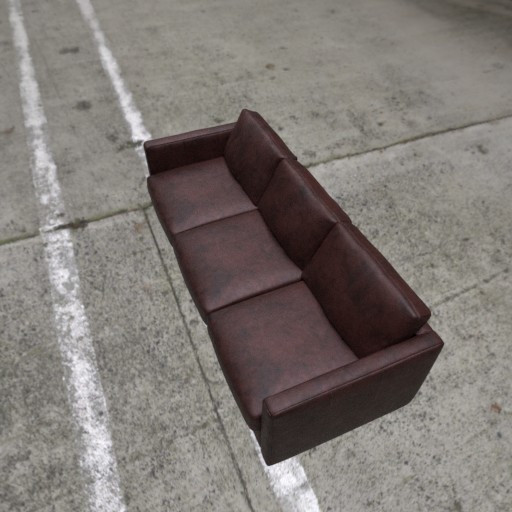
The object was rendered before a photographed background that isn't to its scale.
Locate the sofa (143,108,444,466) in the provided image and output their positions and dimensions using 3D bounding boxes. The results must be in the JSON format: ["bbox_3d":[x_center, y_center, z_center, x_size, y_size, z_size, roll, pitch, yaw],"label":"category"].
[{"bbox_3d":[0.000,0.000,3.078,1.045,1.006,2.464,-17,49,-16],"label":"sofa"}]
